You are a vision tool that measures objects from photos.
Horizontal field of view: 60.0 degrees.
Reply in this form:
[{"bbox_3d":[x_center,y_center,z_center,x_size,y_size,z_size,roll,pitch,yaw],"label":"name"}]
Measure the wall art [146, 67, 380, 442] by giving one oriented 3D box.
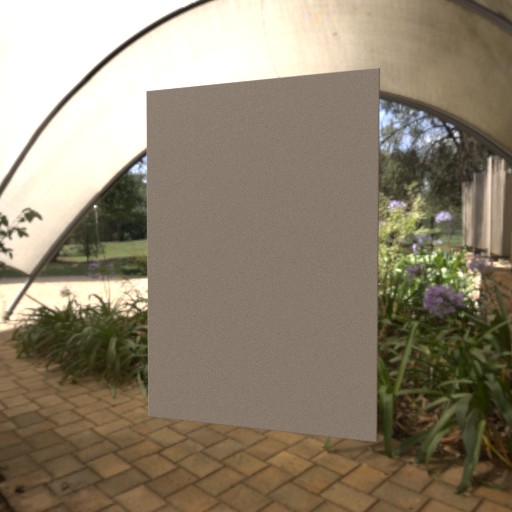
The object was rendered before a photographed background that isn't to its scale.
[{"bbox_3d":[0.000,0.000,1.044,0.556,0.813,0.026,0,2,15],"label":"wall art"}]
